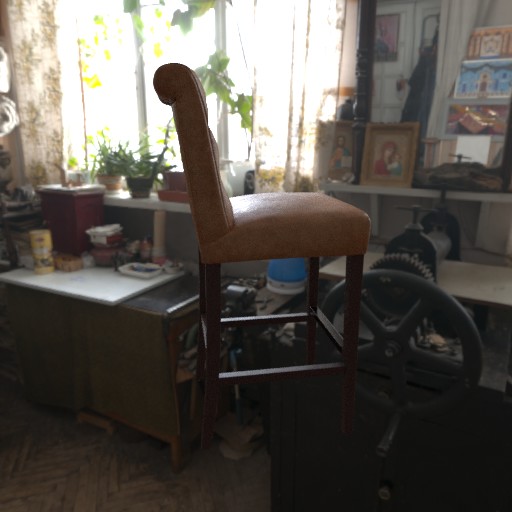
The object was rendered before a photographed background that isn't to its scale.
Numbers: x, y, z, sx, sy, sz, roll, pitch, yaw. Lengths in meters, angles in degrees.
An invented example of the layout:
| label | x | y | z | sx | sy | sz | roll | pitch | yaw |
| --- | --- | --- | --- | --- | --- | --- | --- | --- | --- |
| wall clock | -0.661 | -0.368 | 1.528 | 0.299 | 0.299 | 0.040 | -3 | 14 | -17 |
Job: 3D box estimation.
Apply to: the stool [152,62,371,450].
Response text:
| label | x | y | z | sx | sy | sz | roll | pitch | yaw |
| --- | --- | --- | --- | --- | --- | --- | --- | --- | --- |
| stool | 0.000 | 0.000 | 1.489 | 0.601 | 1.140 | 0.493 | -3 | 16 | -10 |
